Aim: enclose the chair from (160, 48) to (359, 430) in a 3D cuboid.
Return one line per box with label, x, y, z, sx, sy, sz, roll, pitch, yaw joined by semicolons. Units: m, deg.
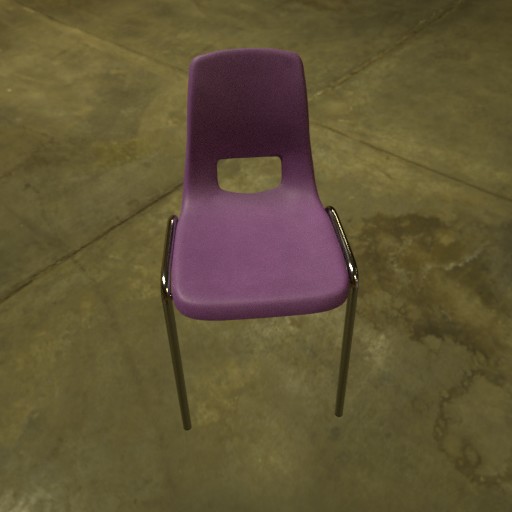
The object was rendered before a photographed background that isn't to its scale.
chair;0.000;0.000;0.947;0.381;0.704;0.432;-4;46;-4
